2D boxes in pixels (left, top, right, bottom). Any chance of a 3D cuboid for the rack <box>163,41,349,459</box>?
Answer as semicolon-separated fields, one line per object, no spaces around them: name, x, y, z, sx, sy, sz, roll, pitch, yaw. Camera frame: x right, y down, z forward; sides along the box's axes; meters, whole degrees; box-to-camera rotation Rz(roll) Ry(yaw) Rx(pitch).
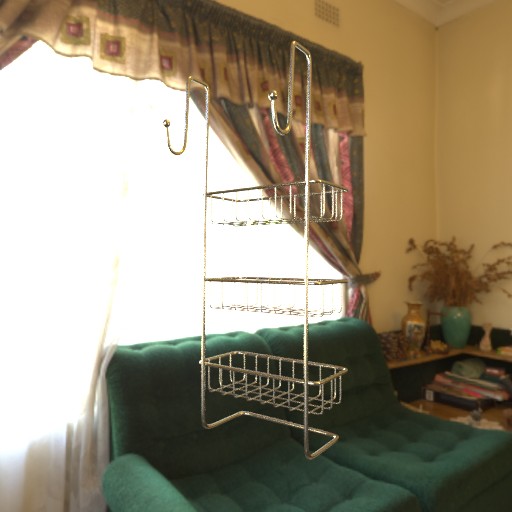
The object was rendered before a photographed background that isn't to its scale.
rack;0.000;0.000;0.682;0.228;0.574;0.202;0;-1;36
